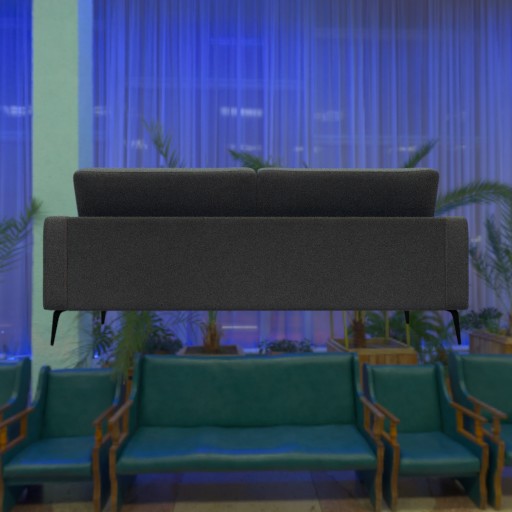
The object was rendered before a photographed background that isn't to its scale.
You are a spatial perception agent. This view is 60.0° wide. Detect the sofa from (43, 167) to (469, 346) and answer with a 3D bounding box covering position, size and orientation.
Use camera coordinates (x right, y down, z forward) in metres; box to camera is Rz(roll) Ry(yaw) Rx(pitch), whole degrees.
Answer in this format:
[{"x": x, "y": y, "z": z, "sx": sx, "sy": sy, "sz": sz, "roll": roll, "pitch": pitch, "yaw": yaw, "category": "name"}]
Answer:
[{"x": 0.000, "y": 0.000, "z": 2.369, "sx": 1.925, "sy": 0.828, "sz": 0.774, "roll": 0, "pitch": -1, "yaw": 0, "category": "sofa"}]
